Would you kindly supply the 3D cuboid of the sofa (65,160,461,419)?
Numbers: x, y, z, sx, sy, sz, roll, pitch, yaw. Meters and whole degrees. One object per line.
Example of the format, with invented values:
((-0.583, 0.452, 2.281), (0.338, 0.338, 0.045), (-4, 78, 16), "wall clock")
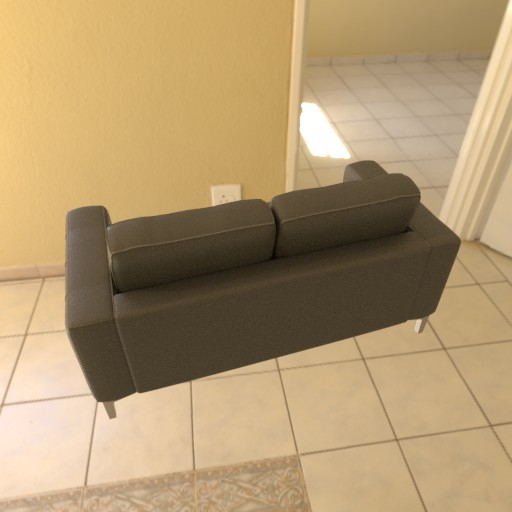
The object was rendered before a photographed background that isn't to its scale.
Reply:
((0.000, 0.000, 2.195), (1.726, 0.892, 0.833), (-12, 41, -14), "sofa")
